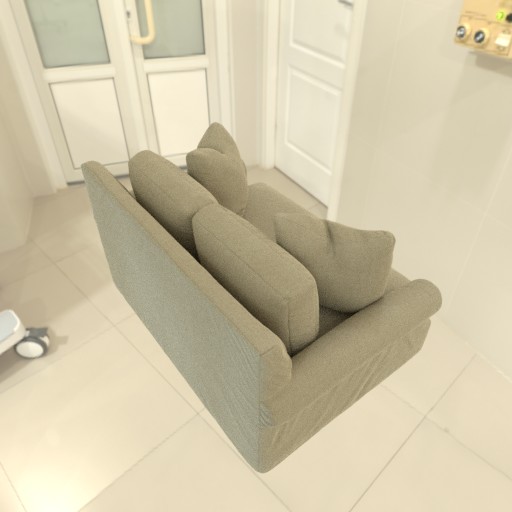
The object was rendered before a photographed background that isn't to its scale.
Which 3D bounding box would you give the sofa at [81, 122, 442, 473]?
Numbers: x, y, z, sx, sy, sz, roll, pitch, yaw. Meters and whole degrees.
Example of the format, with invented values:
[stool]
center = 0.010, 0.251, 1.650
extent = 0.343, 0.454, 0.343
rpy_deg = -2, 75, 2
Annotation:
[sofa]
center = 0.000, 0.000, 2.167
extent = 1.070, 0.905, 1.550
rpy_deg = -26, 47, -28
